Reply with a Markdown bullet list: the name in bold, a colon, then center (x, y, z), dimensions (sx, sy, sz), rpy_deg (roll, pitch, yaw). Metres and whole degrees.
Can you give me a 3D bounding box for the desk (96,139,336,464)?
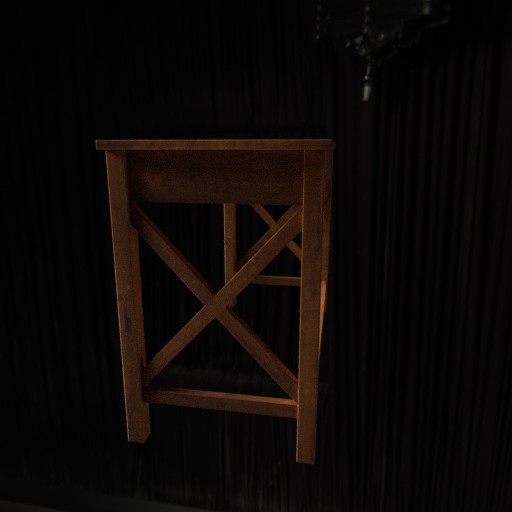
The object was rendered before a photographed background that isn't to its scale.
- **desk**: center (0.000, 0.000, 1.539), dimensions (0.508, 0.762, 1.117), rpy_deg (2, 14, 10)
